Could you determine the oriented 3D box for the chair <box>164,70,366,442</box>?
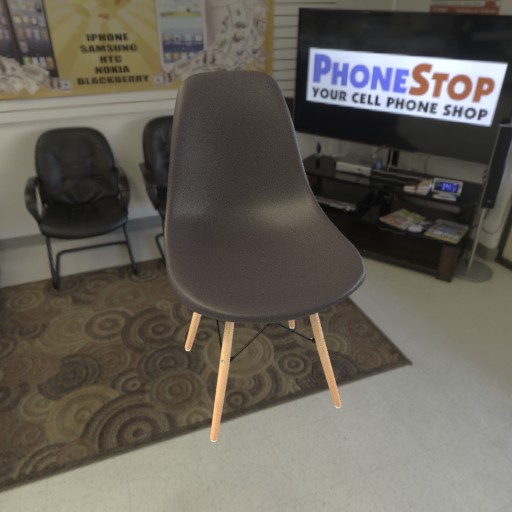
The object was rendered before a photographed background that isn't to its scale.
[{"bbox_3d":[0.000,0.000,1.150,0.470,0.825,0.533,-9,32,-15],"label":"chair"}]
